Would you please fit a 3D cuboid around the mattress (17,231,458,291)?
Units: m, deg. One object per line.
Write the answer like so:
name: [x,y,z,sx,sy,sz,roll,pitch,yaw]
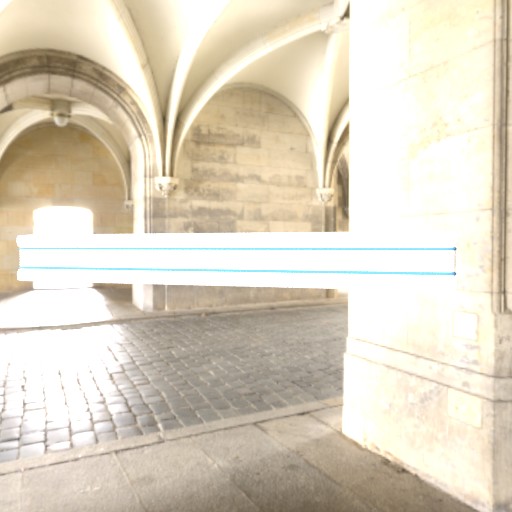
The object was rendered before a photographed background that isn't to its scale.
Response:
mattress: [0.000,0.000,2.682,2.000,0.230,1.600,0,1,15]
